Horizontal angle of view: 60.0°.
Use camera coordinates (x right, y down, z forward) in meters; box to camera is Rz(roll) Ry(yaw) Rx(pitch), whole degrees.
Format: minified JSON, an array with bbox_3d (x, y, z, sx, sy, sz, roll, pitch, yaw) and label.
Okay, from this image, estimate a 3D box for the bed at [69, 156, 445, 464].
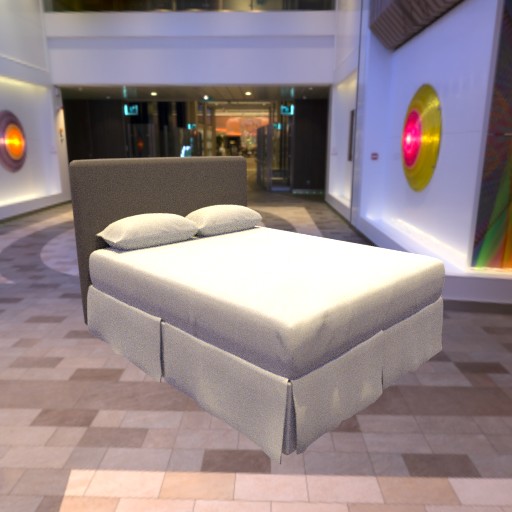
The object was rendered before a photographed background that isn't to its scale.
[{"bbox_3d":[0.000,0.000,3.142,2.142,1.330,1.748,14,19,43],"label":"bed"}]
